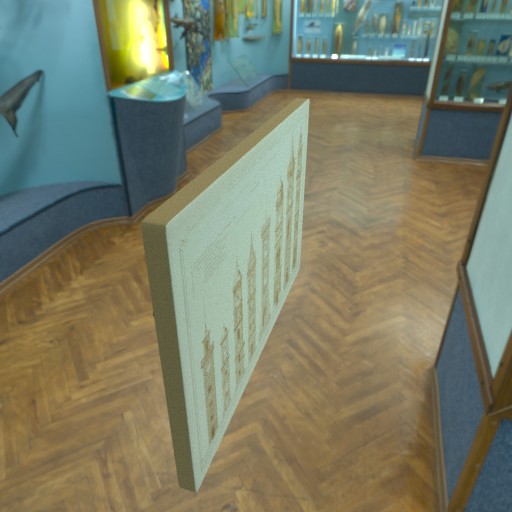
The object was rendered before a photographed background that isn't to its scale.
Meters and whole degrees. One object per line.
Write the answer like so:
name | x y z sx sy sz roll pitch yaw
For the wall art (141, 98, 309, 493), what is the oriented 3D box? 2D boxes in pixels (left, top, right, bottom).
wall art | 0.000 0.000 0.470 0.019 0.254 0.380 9 32 16
